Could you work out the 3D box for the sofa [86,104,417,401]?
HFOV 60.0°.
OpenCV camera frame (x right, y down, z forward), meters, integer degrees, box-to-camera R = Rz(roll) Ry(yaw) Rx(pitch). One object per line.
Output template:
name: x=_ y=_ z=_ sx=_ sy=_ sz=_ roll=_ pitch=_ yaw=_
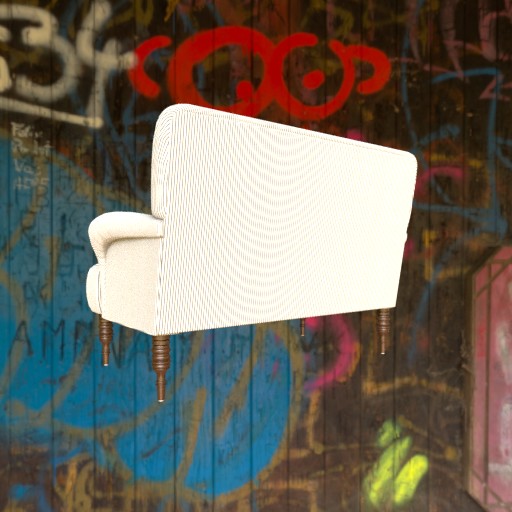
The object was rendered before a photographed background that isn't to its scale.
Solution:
sofa: x=0.000 y=0.000 z=1.885 sx=1.297 sy=0.889 sz=0.779 roll=0 pitch=1 yaw=-36
